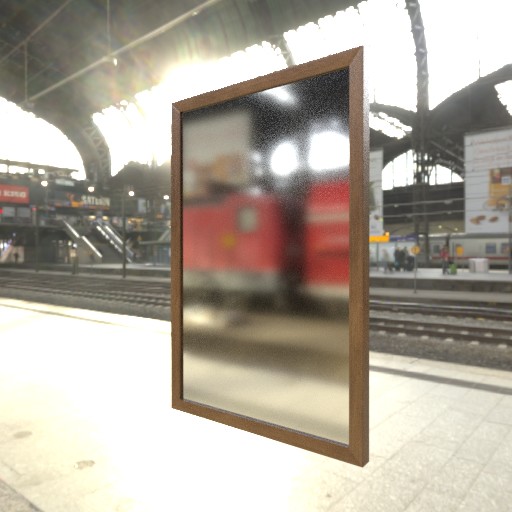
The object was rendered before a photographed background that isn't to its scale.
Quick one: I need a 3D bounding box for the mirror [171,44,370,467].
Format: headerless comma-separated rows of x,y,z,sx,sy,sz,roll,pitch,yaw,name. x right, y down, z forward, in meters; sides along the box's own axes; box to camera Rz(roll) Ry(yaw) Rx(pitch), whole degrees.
0.000,0.000,1.156,0.609,0.915,0.040,0,0,37,mirror
